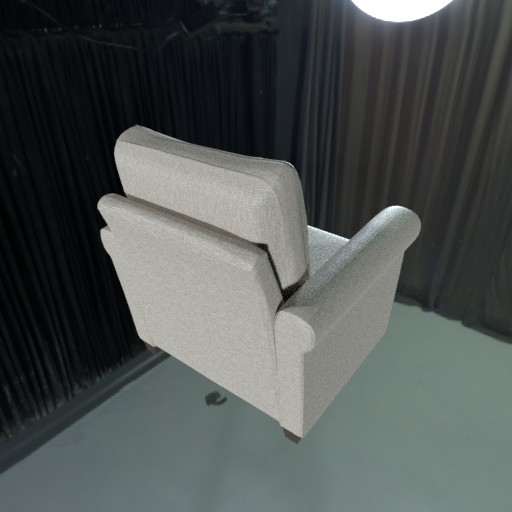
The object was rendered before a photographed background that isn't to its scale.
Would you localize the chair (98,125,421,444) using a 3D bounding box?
[{"bbox_3d":[0.000,0.000,2.299,1.275,1.349,1.180,21,37,31],"label":"chair"}]
